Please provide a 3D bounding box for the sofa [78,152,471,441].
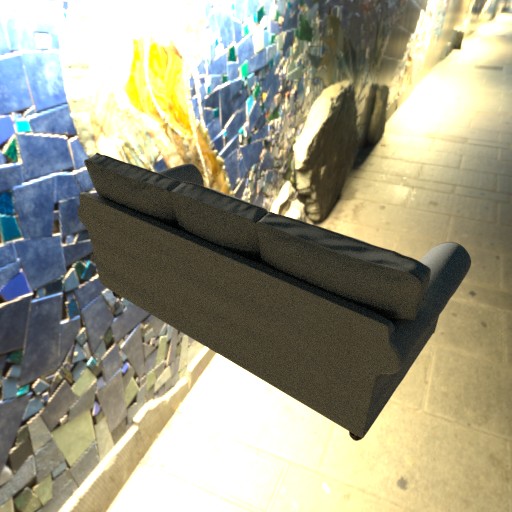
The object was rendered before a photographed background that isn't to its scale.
[{"bbox_3d":[0.000,0.000,2.536,2.084,0.961,0.916,22,38,32],"label":"sofa"}]
